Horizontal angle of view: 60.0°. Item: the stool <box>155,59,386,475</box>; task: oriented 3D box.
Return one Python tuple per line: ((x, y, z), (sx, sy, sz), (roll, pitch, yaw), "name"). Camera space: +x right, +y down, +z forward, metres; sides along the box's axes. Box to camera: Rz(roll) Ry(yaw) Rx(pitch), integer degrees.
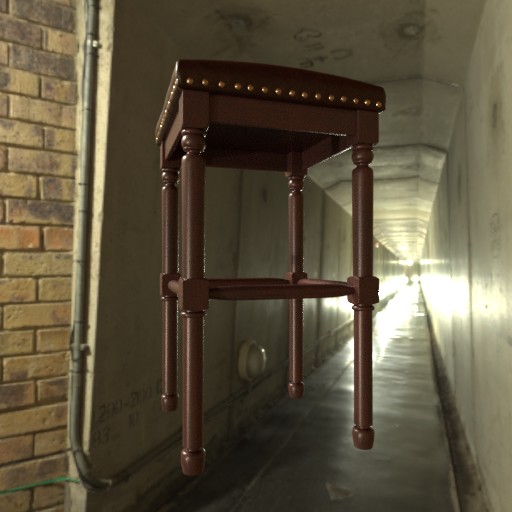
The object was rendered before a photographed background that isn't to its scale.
((0.000, 0.000, 0.921), (0.383, 0.702, 0.382), (0, -1, -18), "stool")
